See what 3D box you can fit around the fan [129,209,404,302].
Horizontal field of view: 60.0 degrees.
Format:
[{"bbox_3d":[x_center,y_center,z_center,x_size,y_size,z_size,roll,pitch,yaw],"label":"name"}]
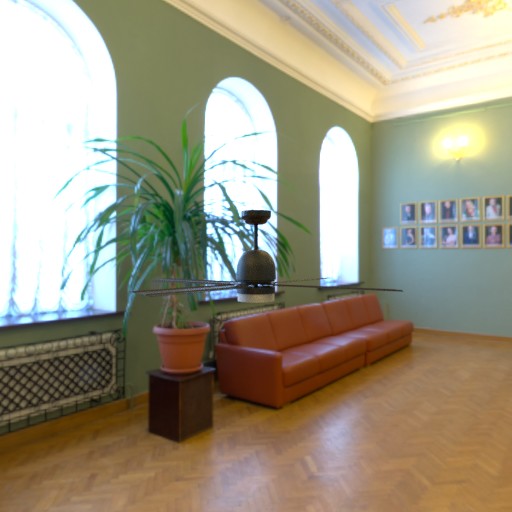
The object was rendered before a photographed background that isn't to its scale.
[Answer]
[{"bbox_3d":[0.000,0.000,2.028,1.319,0.410,1.319,0,0,35],"label":"fan"}]
